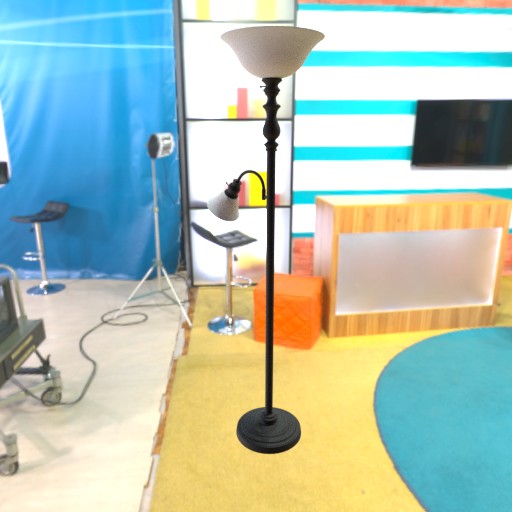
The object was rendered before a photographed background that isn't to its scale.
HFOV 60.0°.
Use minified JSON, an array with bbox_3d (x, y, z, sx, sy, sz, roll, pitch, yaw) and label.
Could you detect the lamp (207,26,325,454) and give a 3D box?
[{"bbox_3d":[0.000,0.000,2.022,0.405,1.793,0.588,-14,21,-41],"label":"lamp"}]
